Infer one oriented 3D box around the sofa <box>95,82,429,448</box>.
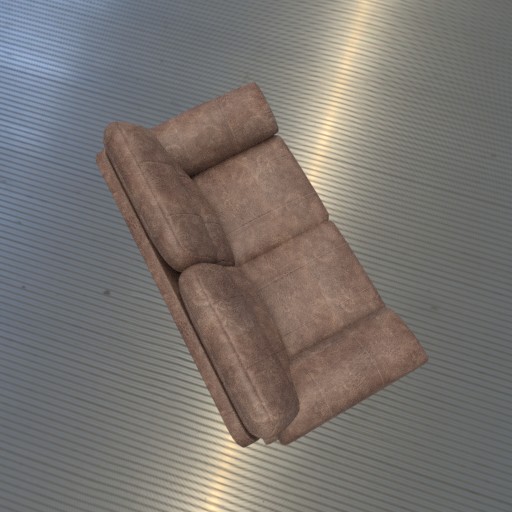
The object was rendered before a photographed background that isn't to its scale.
[{"bbox_3d":[0.000,0.000,2.345,0.991,0.991,1.753,-28,77,-7],"label":"sofa"}]
